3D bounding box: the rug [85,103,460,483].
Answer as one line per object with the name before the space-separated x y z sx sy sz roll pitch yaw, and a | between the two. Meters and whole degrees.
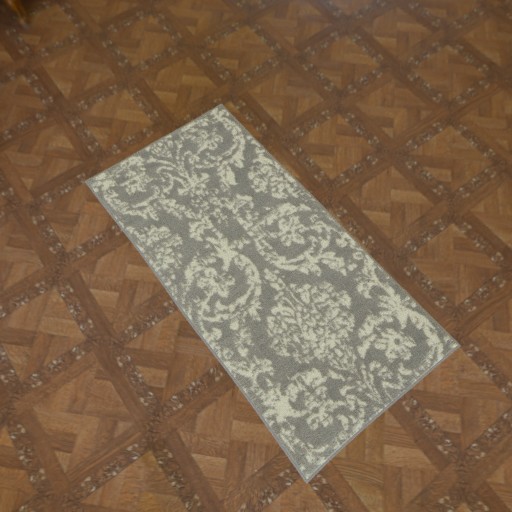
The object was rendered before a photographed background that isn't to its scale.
rug | 0.000 0.000 1.454 0.604 0.007 1.219 -35 69 -15
